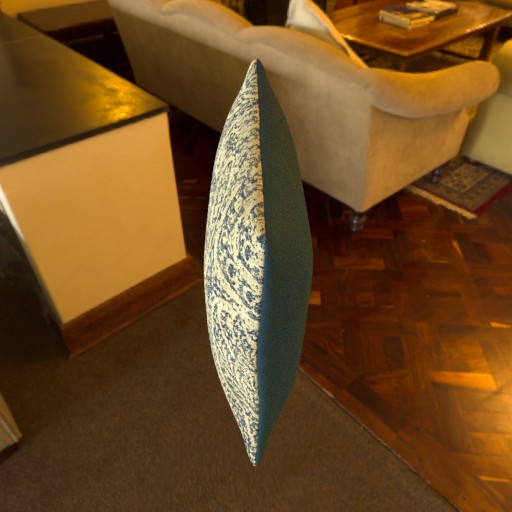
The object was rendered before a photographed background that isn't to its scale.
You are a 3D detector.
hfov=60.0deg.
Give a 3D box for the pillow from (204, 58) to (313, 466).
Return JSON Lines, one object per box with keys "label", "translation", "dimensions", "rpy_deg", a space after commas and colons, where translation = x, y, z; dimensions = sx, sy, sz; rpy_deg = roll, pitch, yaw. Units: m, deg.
{"label": "pillow", "translation": [0.000, 0.000, 0.782], "dimensions": [0.166, 0.510, 0.523], "rpy_deg": [-1, 42, -1]}
